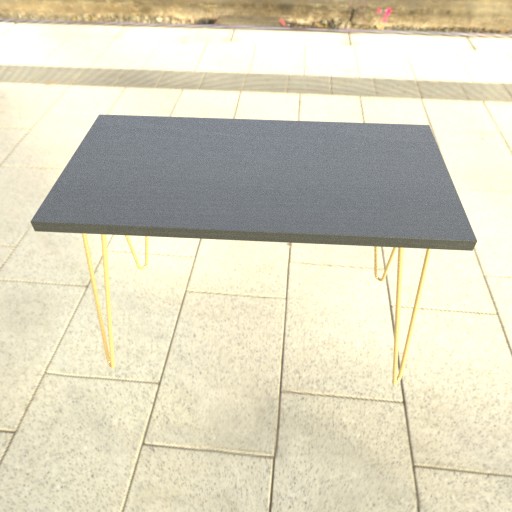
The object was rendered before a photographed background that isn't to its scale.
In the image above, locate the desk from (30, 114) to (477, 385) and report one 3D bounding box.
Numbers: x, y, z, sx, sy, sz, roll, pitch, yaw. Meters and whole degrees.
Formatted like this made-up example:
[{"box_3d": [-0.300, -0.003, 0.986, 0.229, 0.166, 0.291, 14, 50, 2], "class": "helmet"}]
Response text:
[{"box_3d": [0.000, 0.000, 1.389, 0.991, 0.660, 0.499, 3, 45, 3], "class": "desk"}]
